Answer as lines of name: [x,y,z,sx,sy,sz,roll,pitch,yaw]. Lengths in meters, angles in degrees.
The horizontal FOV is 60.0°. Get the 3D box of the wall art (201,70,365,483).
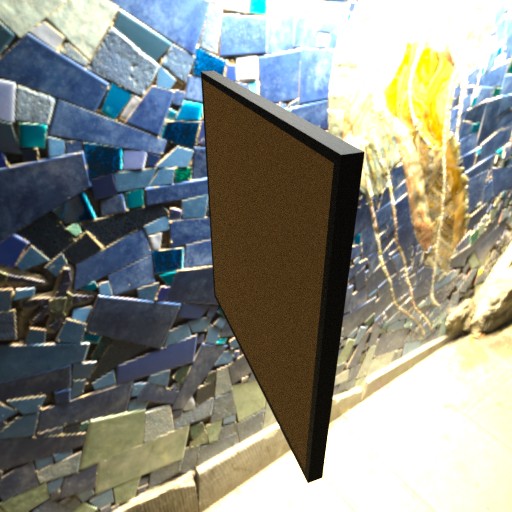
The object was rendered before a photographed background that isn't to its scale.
wall art: [0.000,0.000,1.116,0.038,0.763,0.763,-11,33,-18]
